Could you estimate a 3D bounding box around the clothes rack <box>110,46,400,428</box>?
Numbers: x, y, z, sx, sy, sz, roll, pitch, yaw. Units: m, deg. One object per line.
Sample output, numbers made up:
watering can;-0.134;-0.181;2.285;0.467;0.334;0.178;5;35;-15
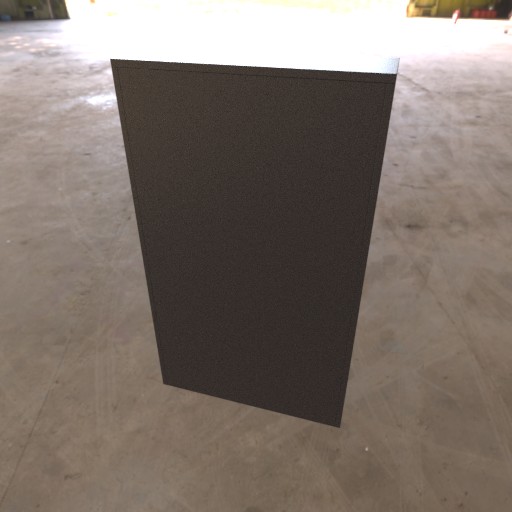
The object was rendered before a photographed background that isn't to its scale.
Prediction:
clothes rack;0.000;0.000;1.551;0.750;1.280;0.250;9;34;14
